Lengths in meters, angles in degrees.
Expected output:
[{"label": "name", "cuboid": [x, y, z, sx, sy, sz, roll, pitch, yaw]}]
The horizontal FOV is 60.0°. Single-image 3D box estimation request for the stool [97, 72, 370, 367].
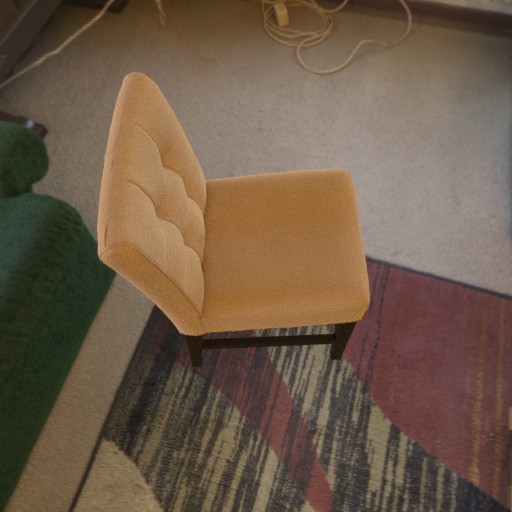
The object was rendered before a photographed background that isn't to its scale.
[{"label": "stool", "cuboid": [0.000, 0.000, 1.201, 0.571, 0.885, 0.427, -1, 63, -1]}]
